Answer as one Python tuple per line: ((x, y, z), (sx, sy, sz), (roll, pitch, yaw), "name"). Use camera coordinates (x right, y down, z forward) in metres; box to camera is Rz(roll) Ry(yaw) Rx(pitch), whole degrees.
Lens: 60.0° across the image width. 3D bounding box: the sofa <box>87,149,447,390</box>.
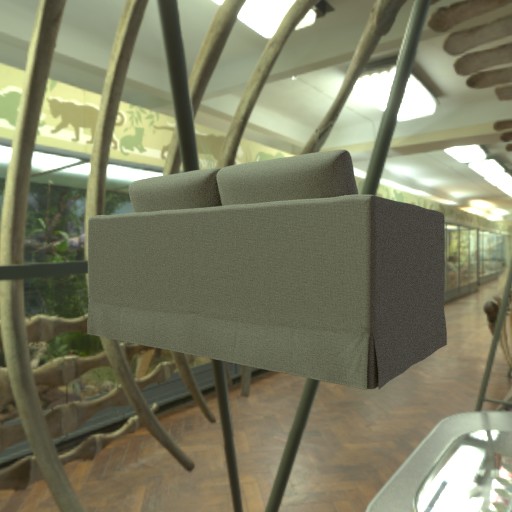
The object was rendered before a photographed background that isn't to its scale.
((0.000, 0.000, 2.500), (1.813, 0.932, 1.009), (1, 1, 37), "sofa")
